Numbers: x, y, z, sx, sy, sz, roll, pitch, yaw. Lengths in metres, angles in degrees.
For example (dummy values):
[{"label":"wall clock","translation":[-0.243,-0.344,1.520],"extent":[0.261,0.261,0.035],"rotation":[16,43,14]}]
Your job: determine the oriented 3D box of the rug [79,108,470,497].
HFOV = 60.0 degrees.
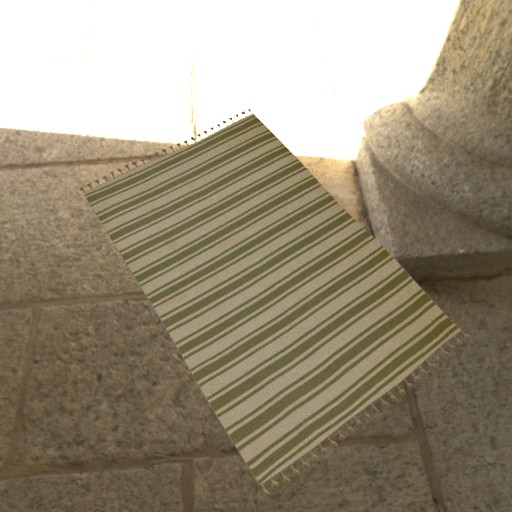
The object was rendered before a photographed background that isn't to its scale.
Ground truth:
[{"label":"rug","translation":[0.000,0.000,2.274],"extent":[1.162,0.013,1.875],"rotation":[-30,64,-17]}]
